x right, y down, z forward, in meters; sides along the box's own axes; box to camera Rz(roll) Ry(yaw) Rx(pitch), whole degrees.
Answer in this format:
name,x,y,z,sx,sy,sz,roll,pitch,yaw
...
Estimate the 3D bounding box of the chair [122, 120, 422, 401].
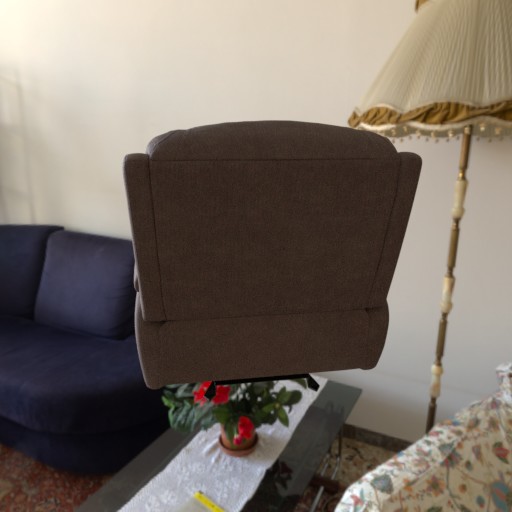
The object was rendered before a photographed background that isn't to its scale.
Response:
name,x,y,z,sx,sy,sz,roll,pitch,yaw
chair,0.000,0.000,1.763,0.930,1.011,0.899,-2,15,-9
